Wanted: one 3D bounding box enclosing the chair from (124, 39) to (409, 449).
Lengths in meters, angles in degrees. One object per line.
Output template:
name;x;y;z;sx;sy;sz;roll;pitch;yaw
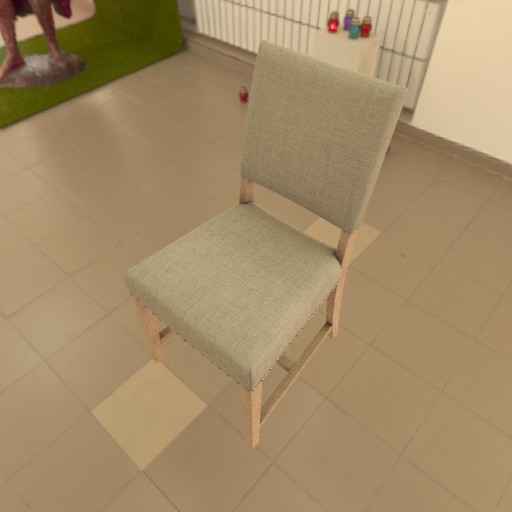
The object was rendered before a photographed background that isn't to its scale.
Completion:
chair;0.000;0.000;1.330;0.508;0.986;0.622;32;55;27
